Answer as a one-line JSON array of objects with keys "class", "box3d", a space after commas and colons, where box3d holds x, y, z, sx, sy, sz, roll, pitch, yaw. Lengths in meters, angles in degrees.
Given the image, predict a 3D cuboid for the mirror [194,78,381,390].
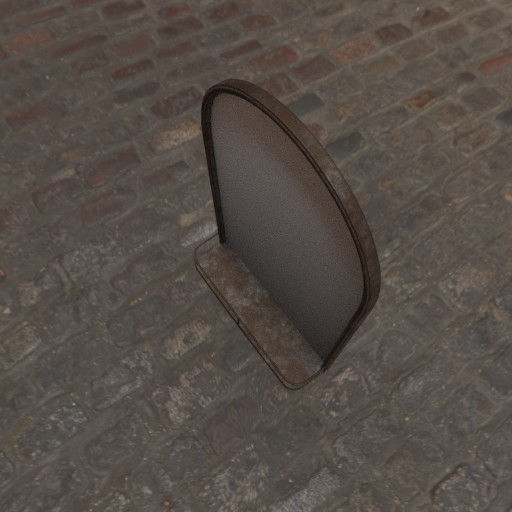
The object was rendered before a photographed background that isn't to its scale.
[{"class": "mirror", "box3d": [0.000, 0.000, 0.963, 0.137, 0.770, 0.510, -34, 69, -15]}]
